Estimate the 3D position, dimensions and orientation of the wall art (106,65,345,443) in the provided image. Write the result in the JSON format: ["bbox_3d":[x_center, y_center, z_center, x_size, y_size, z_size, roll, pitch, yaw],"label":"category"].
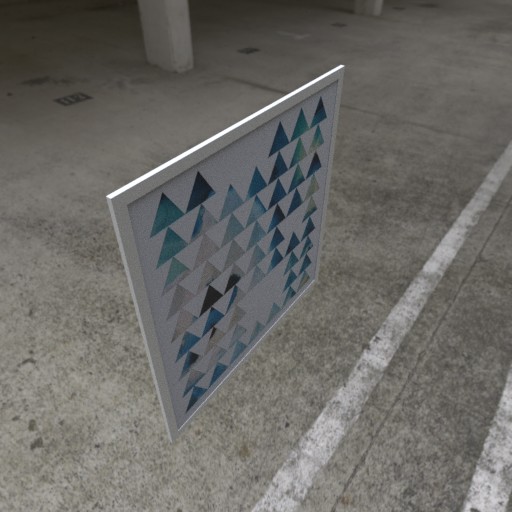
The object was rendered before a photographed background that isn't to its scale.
[{"bbox_3d":[0.000,0.000,0.690,0.007,0.456,0.456,25,47,26],"label":"wall art"}]
